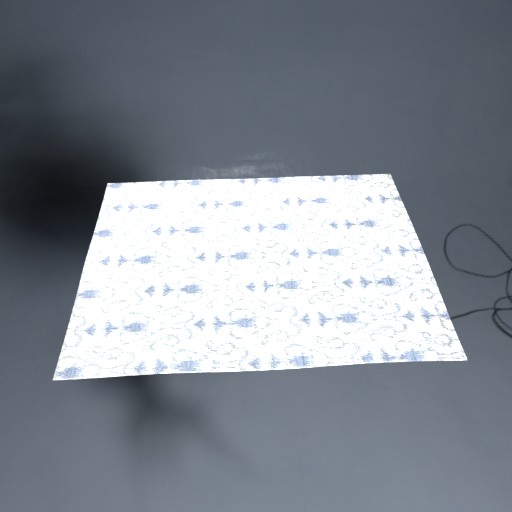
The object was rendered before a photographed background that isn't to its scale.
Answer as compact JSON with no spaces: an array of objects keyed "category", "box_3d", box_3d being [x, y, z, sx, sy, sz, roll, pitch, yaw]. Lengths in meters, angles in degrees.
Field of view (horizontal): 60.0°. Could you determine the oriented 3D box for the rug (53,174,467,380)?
[{"category":"rug","box_3d":[0.000,0.000,2.965,2.261,0.013,1.676,-2,48,-2]}]
